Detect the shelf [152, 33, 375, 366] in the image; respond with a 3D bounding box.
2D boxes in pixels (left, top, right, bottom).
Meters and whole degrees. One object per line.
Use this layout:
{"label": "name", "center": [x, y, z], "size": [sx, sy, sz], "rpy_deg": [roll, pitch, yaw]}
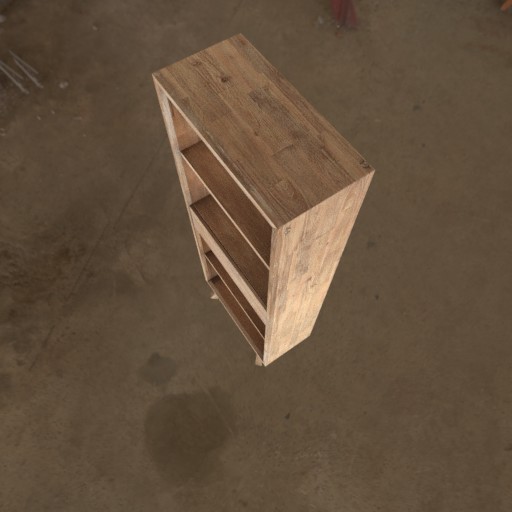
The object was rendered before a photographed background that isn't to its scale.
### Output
{"label": "shelf", "center": [0.000, 0.000, 1.552], "size": [0.267, 1.342, 0.491], "rpy_deg": [-32, 68, -14]}
